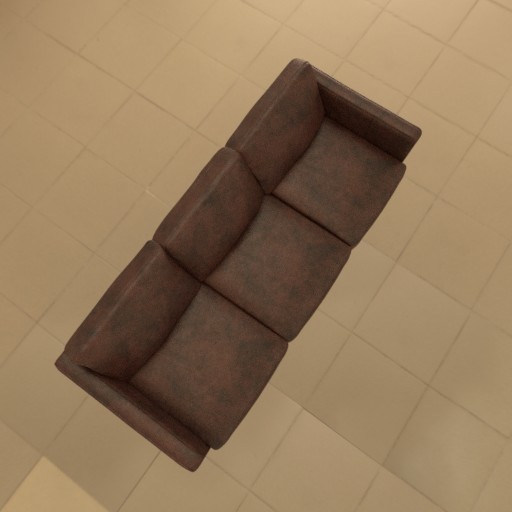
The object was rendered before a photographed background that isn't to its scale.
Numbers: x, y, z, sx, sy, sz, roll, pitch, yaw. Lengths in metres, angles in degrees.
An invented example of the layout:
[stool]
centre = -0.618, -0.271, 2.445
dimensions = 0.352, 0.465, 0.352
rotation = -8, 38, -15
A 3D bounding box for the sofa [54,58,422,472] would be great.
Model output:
[sofa]
centre = 0.000, 0.000, 2.923
dimensions = 1.045, 1.006, 2.464
rotation = 34, 78, 9
